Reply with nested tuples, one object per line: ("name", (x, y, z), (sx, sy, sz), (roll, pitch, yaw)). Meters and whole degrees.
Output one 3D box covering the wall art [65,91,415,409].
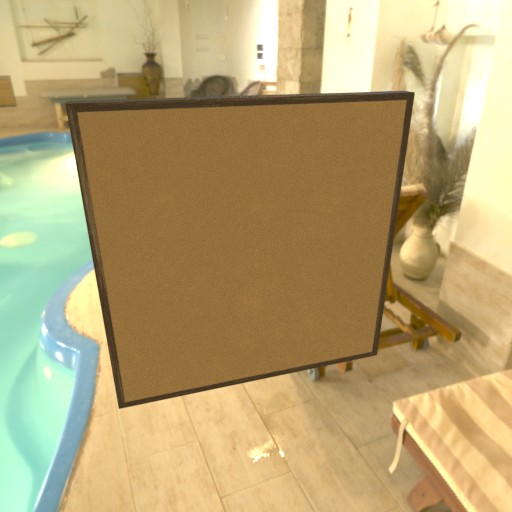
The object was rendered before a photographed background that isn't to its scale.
("wall art", (0.000, 0.000, 1.114), (0.762, 0.758, 0.043), (-7, 26, -15))
